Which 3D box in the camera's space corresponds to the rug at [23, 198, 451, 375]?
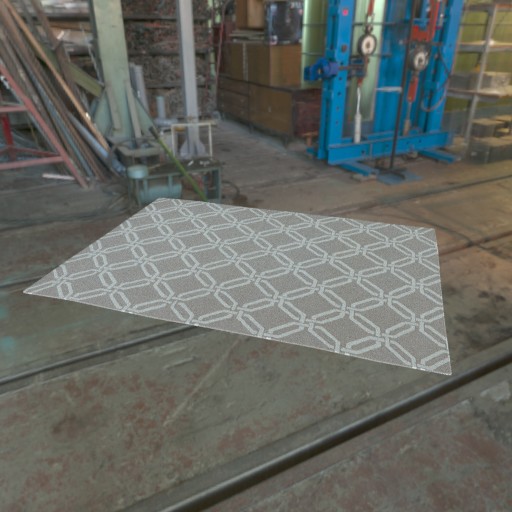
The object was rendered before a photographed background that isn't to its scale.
[{"bbox_3d":[0.000,0.000,2.711,2.135,0.013,1.524,8,29,15],"label":"rug"}]
